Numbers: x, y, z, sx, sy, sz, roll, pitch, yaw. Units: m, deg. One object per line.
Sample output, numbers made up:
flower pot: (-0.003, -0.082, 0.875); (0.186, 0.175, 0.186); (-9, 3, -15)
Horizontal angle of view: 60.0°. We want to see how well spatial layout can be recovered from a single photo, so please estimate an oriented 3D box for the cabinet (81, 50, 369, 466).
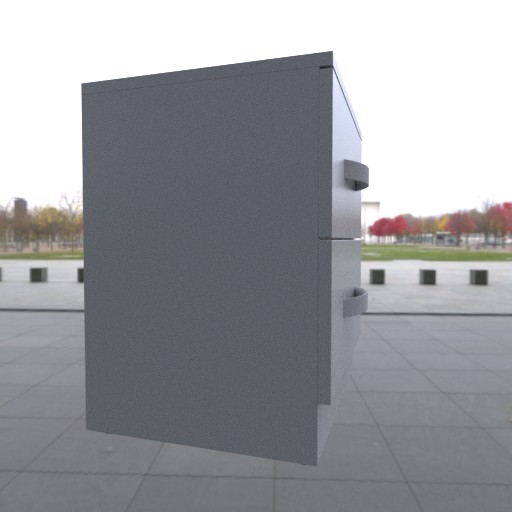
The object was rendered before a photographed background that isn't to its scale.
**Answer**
cabinet: (0.000, 0.000, 0.733); (0.360, 0.470, 0.400); (1, 2, 18)
